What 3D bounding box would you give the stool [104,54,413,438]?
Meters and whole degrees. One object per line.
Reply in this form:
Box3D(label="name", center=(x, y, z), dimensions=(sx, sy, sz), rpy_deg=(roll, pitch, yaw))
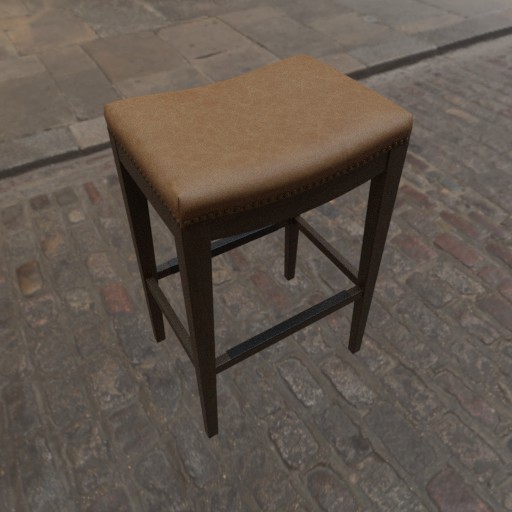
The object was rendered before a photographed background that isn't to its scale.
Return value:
Box3D(label="stool", center=(0.000, 0.000, 1.059), dimensions=(0.500, 0.759, 0.361), rpy_deg=(-24, 50, -22))
